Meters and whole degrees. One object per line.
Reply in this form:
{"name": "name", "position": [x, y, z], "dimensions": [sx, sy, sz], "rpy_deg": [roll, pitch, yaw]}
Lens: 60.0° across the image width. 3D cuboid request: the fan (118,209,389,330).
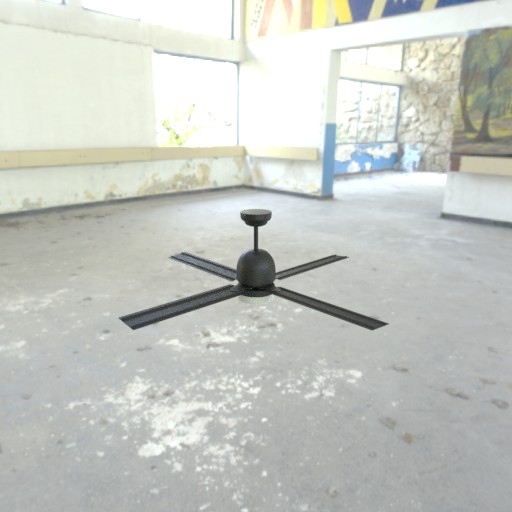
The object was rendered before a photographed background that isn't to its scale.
{"name": "fan", "position": [0.000, 0.000, 2.025], "dimensions": [1.319, 0.410, 1.319], "rpy_deg": [-15, 22, -43]}
